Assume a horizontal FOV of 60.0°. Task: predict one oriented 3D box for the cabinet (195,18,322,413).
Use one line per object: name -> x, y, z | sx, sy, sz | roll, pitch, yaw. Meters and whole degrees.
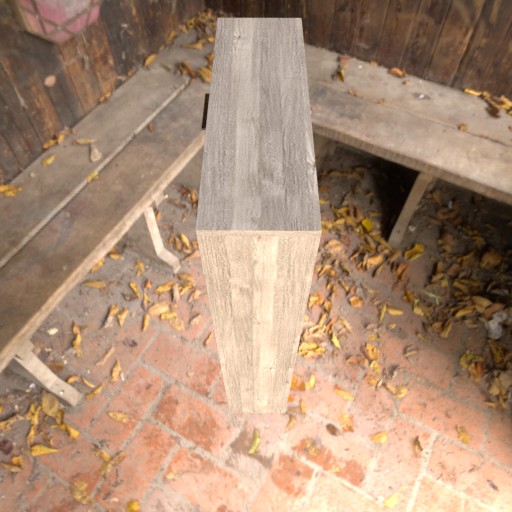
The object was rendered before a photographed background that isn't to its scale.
cabinet -> 0.000, 0.000, 1.566 | 0.250, 1.280, 0.750 | 0, 56, 0
